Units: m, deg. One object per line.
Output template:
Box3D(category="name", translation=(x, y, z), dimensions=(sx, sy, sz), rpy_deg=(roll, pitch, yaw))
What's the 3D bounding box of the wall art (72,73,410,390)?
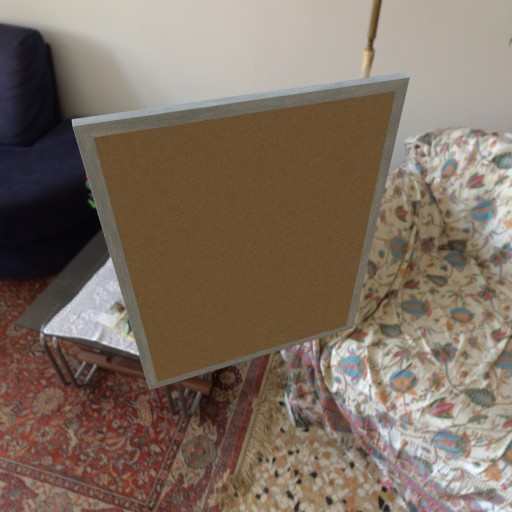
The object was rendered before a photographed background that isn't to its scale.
Box3D(category="wall art", translation=(0.000, 0.000, 0.798), dimensions=(0.479, 0.582, 0.022), rpy_deg=(-14, 43, -15))
